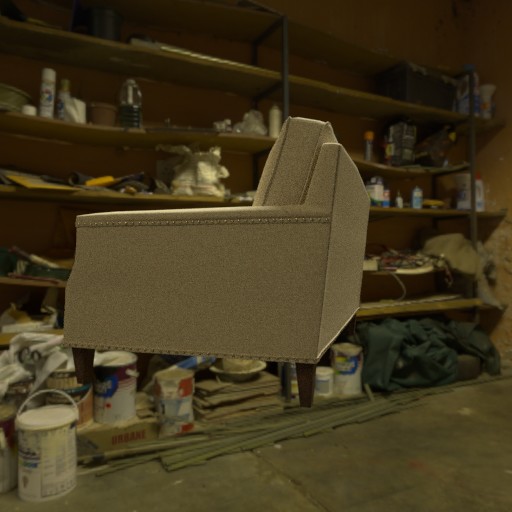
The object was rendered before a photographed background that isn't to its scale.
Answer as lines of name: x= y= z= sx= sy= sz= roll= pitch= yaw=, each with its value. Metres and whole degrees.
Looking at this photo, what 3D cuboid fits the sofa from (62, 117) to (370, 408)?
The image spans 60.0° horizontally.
sofa: x=0.000 y=0.000 z=2.287 sx=1.084 sy=1.003 sz=1.597 roll=0 pitch=0 yaw=18
